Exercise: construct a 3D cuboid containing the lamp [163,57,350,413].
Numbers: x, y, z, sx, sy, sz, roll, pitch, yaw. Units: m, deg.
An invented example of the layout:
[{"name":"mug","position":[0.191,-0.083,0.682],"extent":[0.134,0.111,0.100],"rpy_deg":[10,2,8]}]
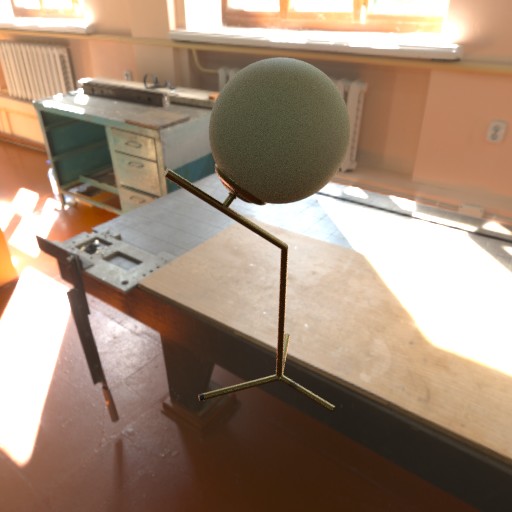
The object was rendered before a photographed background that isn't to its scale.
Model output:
[{"name":"lamp","position":[0.000,0.000,0.675],"extent":[0.251,0.552,0.210],"rpy_deg":[-10,32,-17]}]
